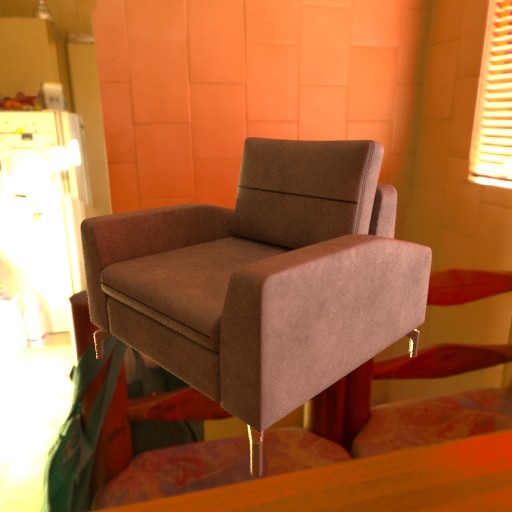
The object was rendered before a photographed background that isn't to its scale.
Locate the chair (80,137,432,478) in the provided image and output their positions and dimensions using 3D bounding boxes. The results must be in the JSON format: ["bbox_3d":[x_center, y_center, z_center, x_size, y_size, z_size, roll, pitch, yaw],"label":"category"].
[{"bbox_3d":[0.000,0.000,1.575,0.900,0.800,0.900,16,22,43],"label":"chair"}]
